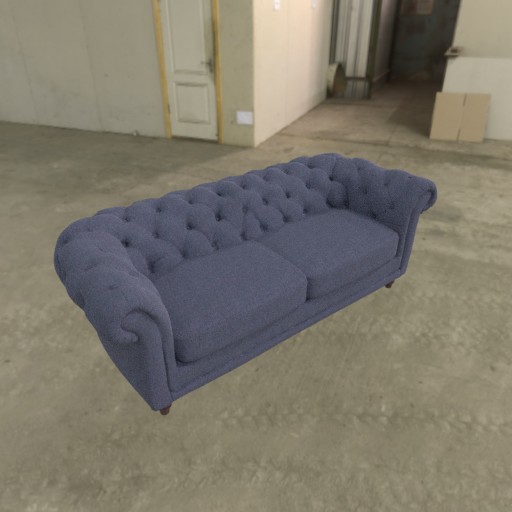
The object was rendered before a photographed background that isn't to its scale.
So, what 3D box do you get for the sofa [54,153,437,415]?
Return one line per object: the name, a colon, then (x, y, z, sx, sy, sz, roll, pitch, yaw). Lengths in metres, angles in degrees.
sofa: (0.000, 0.000, 2.841, 2.335, 0.836, 1.046, -22, 37, -32)
